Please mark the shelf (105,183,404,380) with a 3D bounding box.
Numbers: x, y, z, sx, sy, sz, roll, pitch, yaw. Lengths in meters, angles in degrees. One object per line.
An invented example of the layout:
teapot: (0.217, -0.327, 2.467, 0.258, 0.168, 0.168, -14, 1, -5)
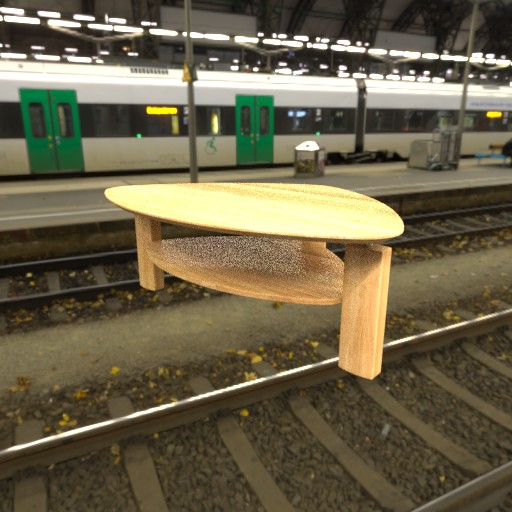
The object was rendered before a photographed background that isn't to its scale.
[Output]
shelf: (0.000, 0.000, 1.652, 1.240, 0.439, 0.863, 15, 22, 40)
